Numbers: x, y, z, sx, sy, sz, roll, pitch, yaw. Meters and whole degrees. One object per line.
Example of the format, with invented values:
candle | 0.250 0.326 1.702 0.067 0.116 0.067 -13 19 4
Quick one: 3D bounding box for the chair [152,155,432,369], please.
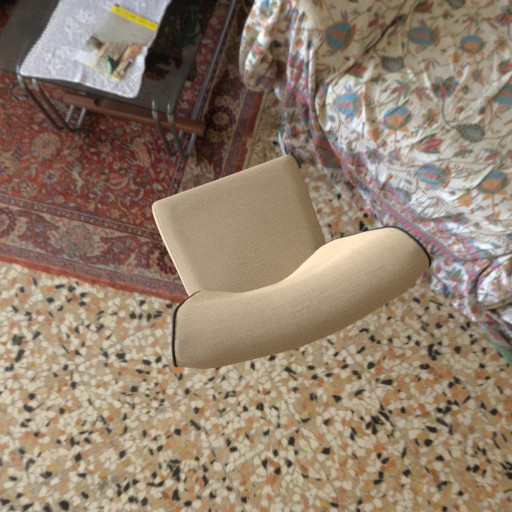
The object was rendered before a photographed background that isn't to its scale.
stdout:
chair | 0.000 0.000 1.332 0.522 0.997 0.623 -21 75 -6
